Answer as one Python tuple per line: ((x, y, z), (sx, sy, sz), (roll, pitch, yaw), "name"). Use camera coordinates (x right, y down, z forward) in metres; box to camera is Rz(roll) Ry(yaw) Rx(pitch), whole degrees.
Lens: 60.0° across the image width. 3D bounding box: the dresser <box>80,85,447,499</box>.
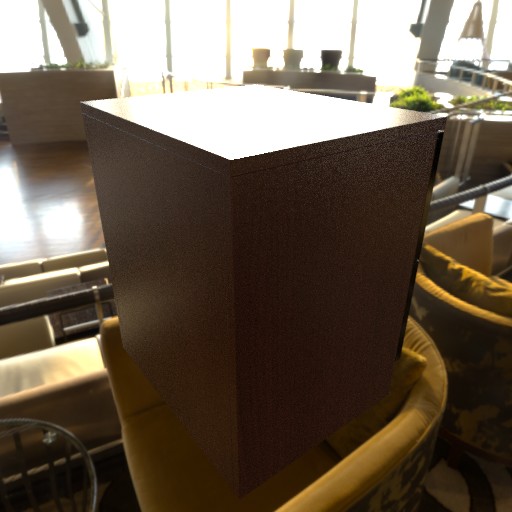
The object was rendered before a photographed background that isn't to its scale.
((0.000, 0.000, 0.731), (0.360, 0.470, 0.400), (-19, 33, -32), "dresser")
